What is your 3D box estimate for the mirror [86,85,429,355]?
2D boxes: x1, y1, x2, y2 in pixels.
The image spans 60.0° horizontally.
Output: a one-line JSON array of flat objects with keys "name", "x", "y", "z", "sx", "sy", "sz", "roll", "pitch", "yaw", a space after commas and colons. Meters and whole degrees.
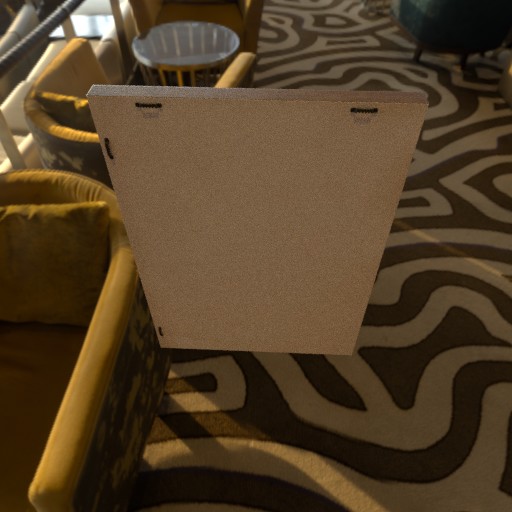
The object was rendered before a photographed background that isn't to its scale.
[{"name": "mirror", "x": 0.000, "y": 0.000, "z": 0.924, "sx": 0.507, "sy": 0.710, "sz": 0.040, "roll": 2, "pitch": 47, "yaw": 2}]
